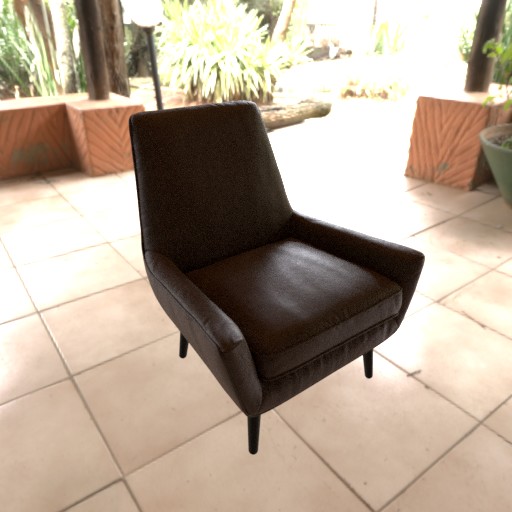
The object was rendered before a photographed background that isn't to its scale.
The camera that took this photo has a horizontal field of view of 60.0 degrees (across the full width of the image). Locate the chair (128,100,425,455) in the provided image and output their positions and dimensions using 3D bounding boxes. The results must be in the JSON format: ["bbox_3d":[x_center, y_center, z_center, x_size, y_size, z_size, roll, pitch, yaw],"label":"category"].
[{"bbox_3d":[0.000,0.000,1.498,0.787,0.888,0.824,-20,34,-32],"label":"chair"}]
